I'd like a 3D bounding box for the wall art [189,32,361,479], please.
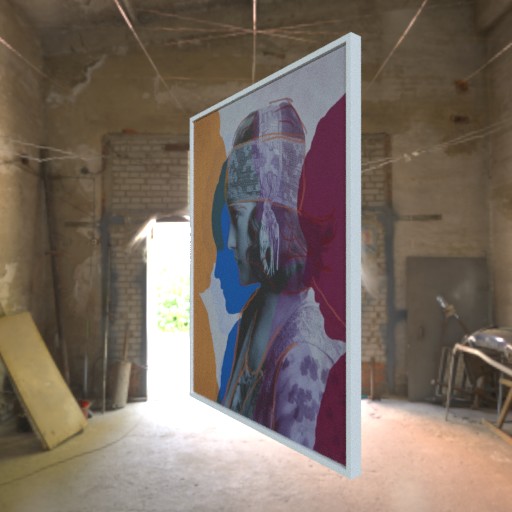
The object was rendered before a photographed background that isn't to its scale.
[{"bbox_3d":[0.000,0.000,1.369,0.039,1.050,0.795,0,-1,-37],"label":"wall art"}]
